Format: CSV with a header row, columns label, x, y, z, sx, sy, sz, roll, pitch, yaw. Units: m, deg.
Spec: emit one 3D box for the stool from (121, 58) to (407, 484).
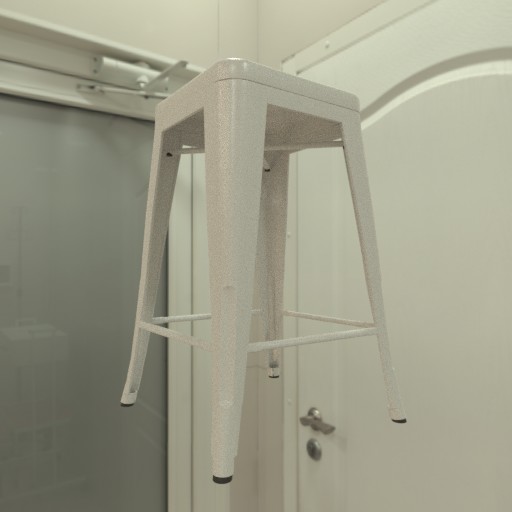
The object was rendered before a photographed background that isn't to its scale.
label,x,y,z,sx,sy,sz,roll,pitch,yaw
stool,0.000,0.000,0.867,0.406,0.610,0.406,0,-1,-35
